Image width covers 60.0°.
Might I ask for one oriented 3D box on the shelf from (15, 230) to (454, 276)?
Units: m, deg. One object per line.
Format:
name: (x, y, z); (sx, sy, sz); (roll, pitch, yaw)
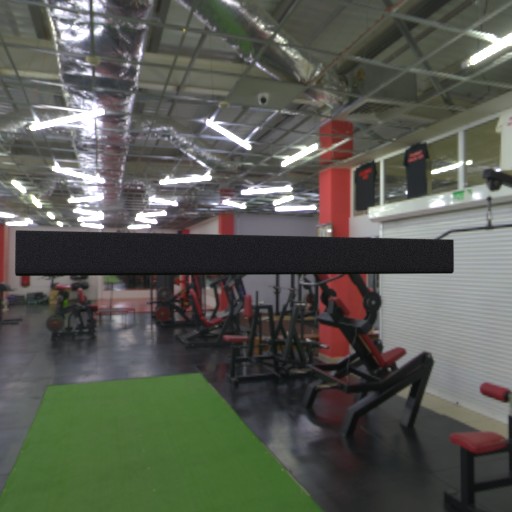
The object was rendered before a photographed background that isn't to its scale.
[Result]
shelf: (0.000, 0.000, 0.642); (0.605, 0.053, 0.102); (0, -1, -17)
